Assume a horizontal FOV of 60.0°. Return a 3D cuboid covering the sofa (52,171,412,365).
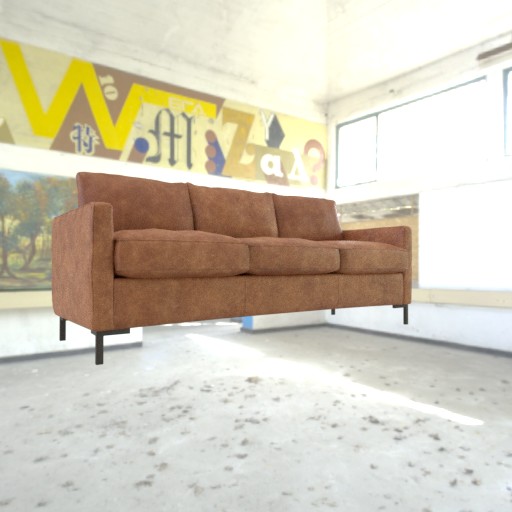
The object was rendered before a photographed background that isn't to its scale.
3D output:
[{"bbox_3d":[0.000,0.000,2.515,2.029,0.863,0.748,1,-1,-35],"label":"sofa"}]
